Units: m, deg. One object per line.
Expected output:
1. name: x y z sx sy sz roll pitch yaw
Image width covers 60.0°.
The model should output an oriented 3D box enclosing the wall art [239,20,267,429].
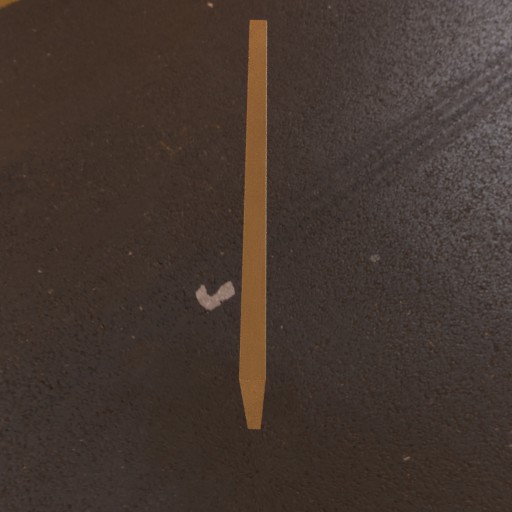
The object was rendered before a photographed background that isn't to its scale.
1. wall art: 0.000 0.000 1.132 0.037 0.763 0.763 1 64 0
